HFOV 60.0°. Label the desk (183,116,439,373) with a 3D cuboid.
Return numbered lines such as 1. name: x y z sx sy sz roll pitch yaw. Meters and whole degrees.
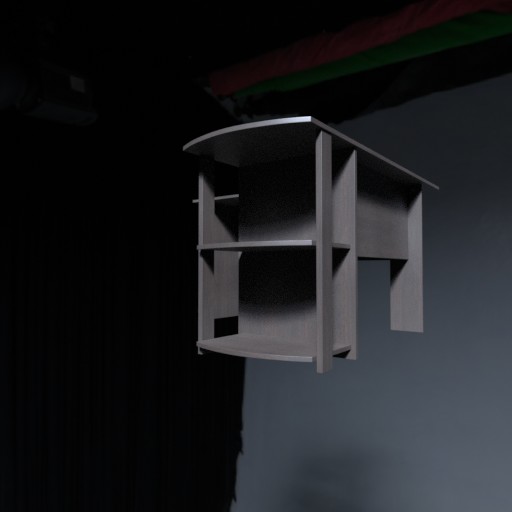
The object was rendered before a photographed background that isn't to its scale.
1. desk: 0.000 0.000 2.089 1.303 0.716 1.361 -1 -2 37
